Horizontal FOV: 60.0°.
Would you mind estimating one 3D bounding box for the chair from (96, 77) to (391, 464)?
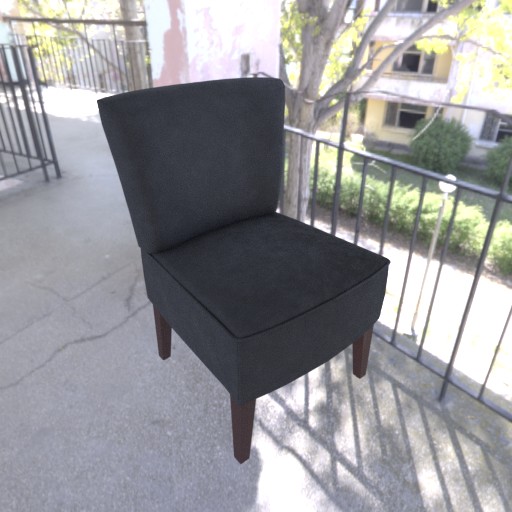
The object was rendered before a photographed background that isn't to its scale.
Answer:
[{"bbox_3d":[0.000,0.000,1.166,0.521,0.806,0.554,-22,36,-33],"label":"chair"}]
